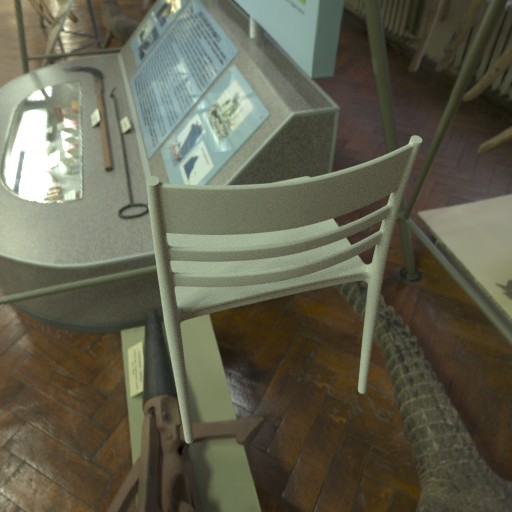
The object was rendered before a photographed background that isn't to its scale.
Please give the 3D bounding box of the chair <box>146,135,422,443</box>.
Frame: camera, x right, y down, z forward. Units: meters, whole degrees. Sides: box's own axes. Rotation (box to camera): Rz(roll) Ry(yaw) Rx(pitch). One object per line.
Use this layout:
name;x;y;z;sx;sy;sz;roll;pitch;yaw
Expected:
chair;0.000;0.000;1.131;0.531;0.800;0.511;-11;44;-12
